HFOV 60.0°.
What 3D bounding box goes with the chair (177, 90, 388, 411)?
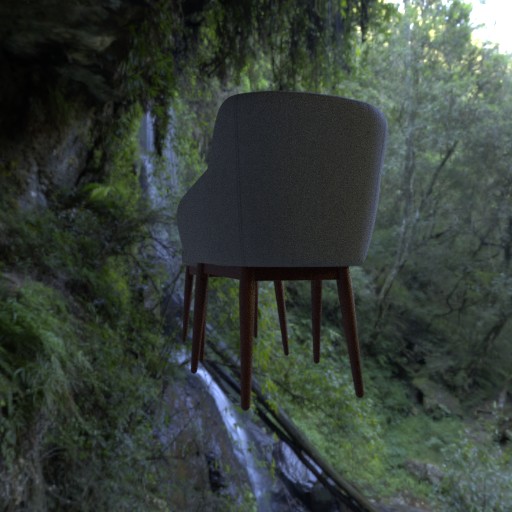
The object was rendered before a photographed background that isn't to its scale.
[{"bbox_3d":[0.000,0.000,1.601,0.584,0.799,1.107,0,0,-18],"label":"chair"}]
